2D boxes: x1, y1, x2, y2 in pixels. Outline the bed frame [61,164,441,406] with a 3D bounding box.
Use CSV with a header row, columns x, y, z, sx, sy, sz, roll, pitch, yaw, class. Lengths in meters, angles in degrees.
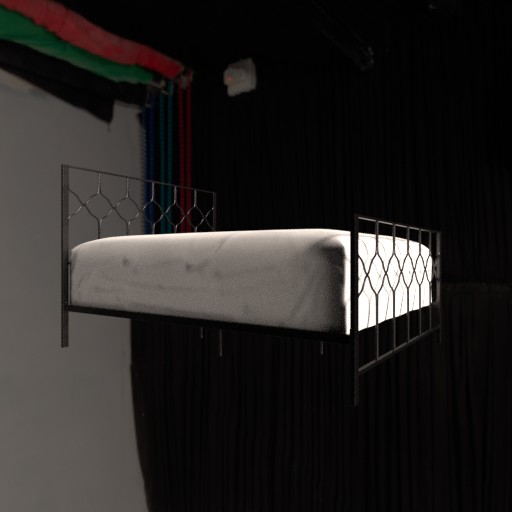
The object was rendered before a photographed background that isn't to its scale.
x,y,z,sx,sy,sz,roll,pitch,yaw,class
0.000,0.000,3.038,2.063,1.222,1.597,0,0,34,bed frame
